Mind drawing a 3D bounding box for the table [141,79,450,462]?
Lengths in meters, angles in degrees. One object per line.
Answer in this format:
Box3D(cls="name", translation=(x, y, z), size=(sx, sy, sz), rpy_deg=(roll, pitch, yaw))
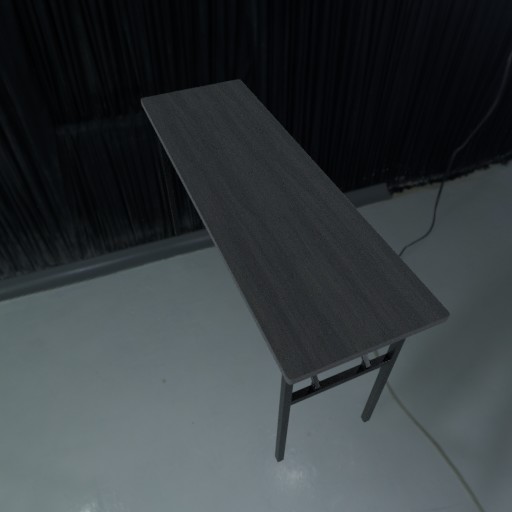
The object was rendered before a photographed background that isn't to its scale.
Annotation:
Box3D(cls="table", translation=(0.000, 0.000, 1.747), size=(0.449, 0.750, 1.399), rpy_deg=(-18, 49, -16))
